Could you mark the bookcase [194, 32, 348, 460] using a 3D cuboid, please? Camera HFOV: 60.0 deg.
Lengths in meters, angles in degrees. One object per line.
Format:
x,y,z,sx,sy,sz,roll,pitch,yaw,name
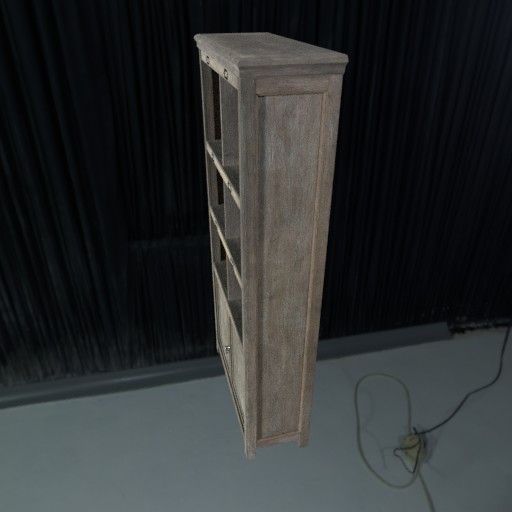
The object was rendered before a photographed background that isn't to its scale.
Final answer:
0.000,0.000,2.157,0.348,1.880,0.906,-8,32,-13,bookcase
